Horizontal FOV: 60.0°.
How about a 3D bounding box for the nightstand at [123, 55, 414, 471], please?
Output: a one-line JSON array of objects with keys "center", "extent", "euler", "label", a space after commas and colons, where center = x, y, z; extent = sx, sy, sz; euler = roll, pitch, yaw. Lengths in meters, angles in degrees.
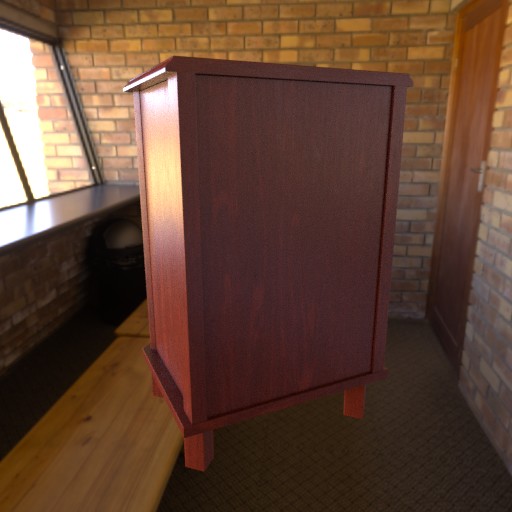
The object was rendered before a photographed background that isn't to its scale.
[{"center": [0.000, 0.000, 0.910], "extent": [0.435, 0.681, 0.351], "euler": [-7, 17, -25], "label": "nightstand"}]
